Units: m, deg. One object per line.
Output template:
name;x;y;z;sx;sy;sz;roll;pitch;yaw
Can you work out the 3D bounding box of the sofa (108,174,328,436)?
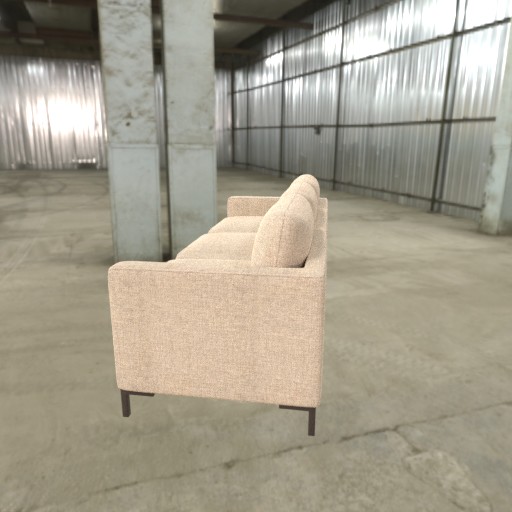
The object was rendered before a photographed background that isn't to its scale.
sofa;0.000;0.000;2.744;0.859;0.874;2.218;2;15;9
